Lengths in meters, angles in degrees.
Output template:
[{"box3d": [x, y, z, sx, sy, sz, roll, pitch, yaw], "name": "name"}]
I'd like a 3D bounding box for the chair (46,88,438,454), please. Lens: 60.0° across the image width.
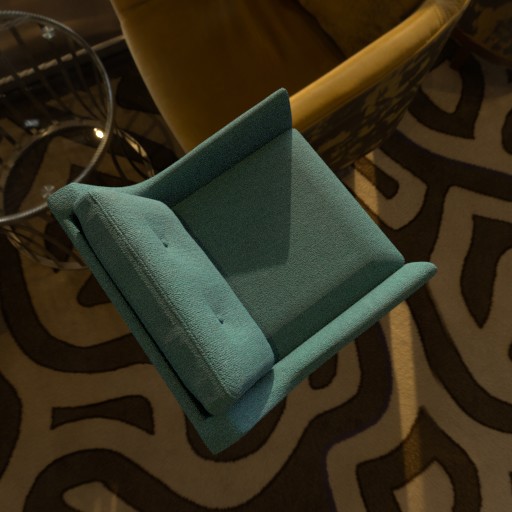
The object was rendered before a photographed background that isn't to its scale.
[{"box3d": [0.000, 0.000, 1.526, 0.849, 0.828, 0.847, -36, 79, -8], "name": "chair"}]
